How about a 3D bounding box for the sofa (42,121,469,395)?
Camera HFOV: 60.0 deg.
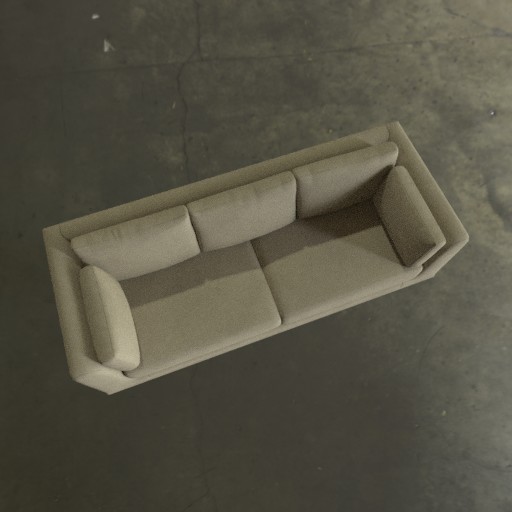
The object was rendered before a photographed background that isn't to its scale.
[{"bbox_3d":[0.000,0.000,2.953,2.415,0.867,0.969,-19,68,-8],"label":"sofa"}]
